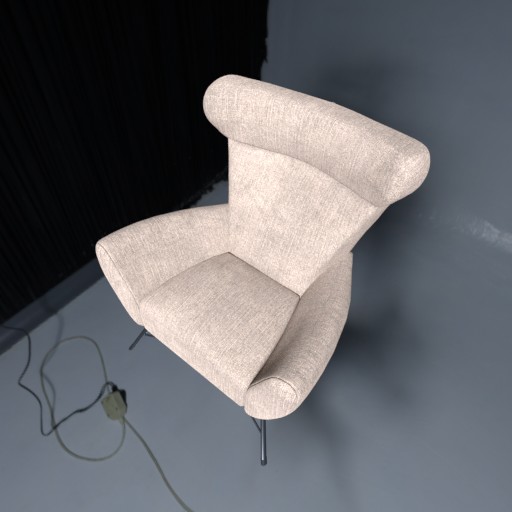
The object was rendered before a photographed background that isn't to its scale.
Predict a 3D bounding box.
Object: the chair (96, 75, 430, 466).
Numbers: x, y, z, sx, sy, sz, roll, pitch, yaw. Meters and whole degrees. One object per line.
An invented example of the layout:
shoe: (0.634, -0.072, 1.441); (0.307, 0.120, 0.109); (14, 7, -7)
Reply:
chair: (0.000, 0.000, 1.736); (0.980, 1.040, 0.900); (31, 53, 27)
